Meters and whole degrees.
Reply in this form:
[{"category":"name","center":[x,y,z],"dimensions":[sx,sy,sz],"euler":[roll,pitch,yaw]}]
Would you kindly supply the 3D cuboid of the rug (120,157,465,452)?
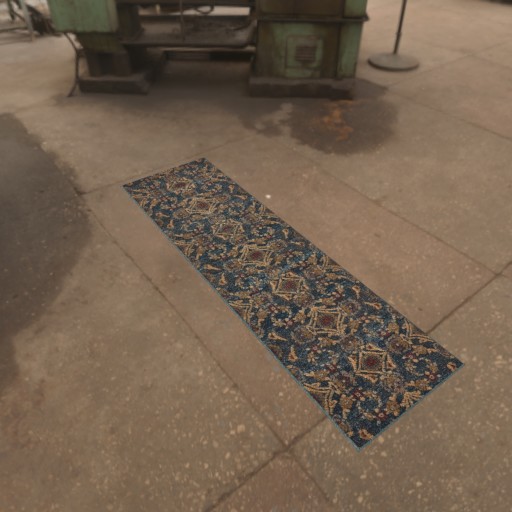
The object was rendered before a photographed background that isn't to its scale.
[{"category":"rug","center":[0.000,0.000,2.544],"dimensions":[0.685,0.014,2.292],"euler":[-26,48,-26]}]
